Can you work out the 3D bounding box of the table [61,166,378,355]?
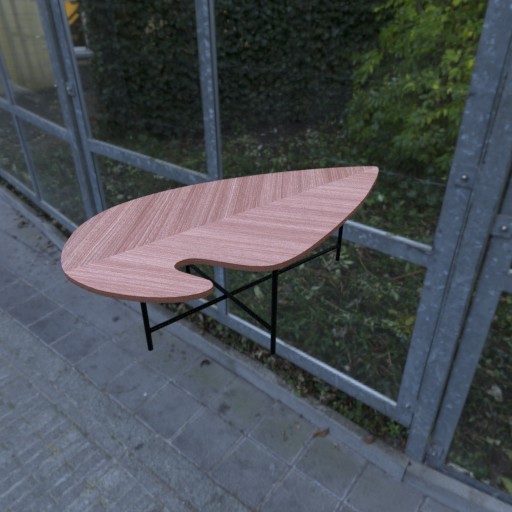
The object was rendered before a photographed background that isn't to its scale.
[{"bbox_3d":[0.000,0.000,1.499,1.199,0.360,0.598,-22,38,-32],"label":"table"}]
